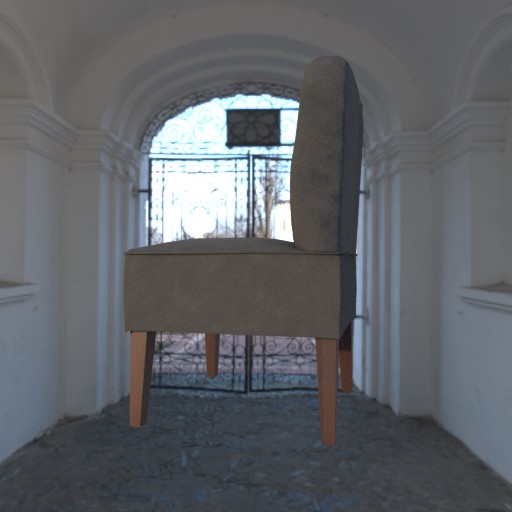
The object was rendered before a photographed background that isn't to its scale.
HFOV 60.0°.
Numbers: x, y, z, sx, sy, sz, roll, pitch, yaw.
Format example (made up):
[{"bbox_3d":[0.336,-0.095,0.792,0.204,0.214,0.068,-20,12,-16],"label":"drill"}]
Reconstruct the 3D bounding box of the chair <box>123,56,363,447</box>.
[{"bbox_3d":[0.000,0.000,1.187,0.554,0.806,0.521,0,-1,17],"label":"chair"}]
